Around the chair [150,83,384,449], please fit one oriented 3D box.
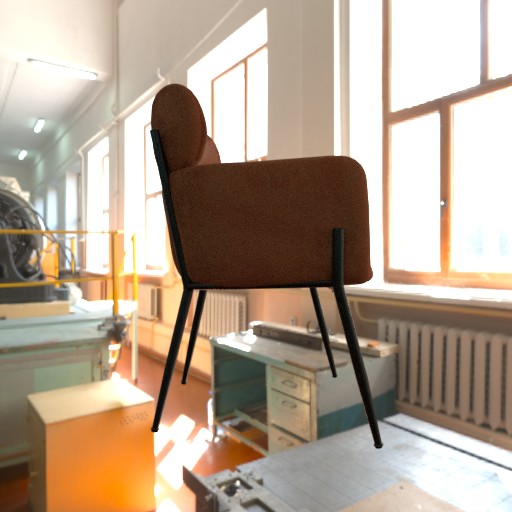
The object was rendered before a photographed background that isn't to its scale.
[{"bbox_3d":[0.000,0.000,1.151,0.523,0.772,0.561,0,0,1],"label":"chair"}]
